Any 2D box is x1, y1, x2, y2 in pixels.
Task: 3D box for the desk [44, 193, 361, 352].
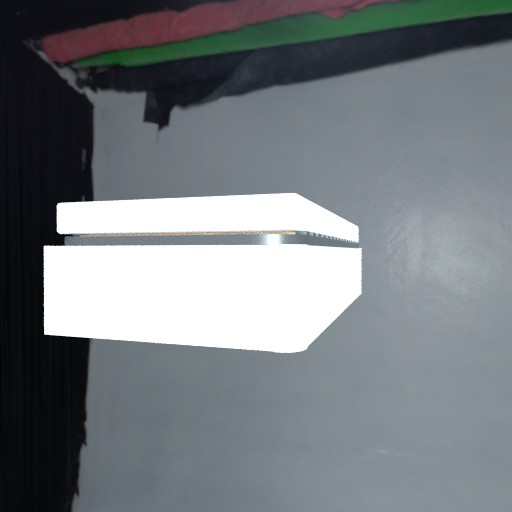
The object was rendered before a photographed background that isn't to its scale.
[{"bbox_3d":[0.000,0.000,2.276,0.900,0.526,1.900,0,1,18],"label":"desk"}]
